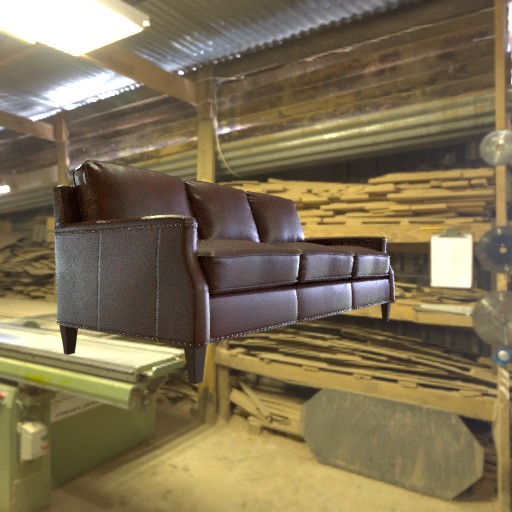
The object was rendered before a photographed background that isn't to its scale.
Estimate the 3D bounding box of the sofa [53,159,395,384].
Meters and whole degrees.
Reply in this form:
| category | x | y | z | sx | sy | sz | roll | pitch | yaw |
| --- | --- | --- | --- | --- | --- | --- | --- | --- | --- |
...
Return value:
| category | x | y | z | sx | sy | sz | roll | pitch | yaw |
| --- | --- | --- | --- | --- | --- | --- | --- | --- | --- |
| sofa | 0.000 | 0.000 | 2.867 | 1.084 | 1.003 | 2.240 | 0 | 0 | 36 |
